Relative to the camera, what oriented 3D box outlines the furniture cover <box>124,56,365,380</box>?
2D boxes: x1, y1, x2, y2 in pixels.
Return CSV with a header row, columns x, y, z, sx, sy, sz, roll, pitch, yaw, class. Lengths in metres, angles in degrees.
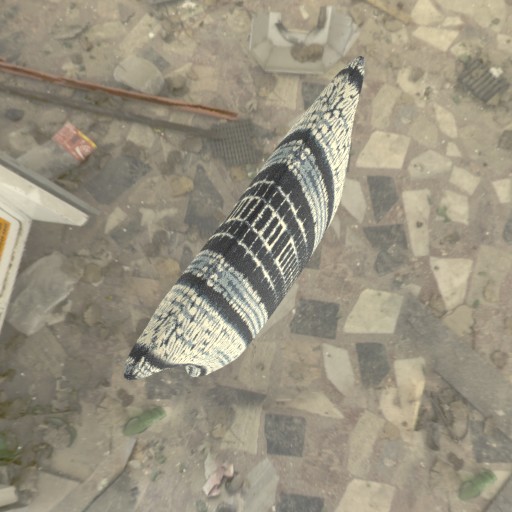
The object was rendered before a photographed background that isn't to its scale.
x,y,z,sx,sy,sz,roll,pitch,yaw,class
0.000,0.000,0.661,0.133,0.435,0.425,34,78,8,furniture cover
